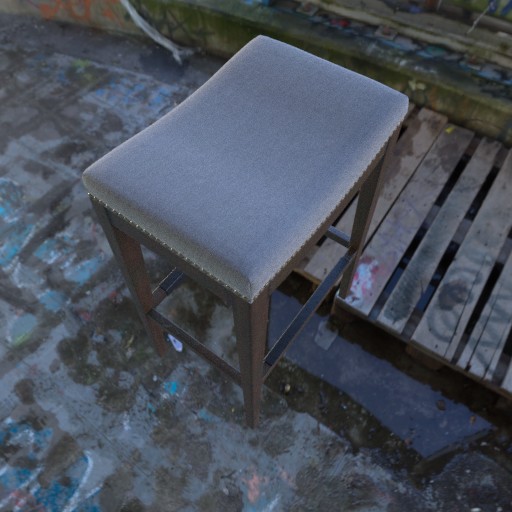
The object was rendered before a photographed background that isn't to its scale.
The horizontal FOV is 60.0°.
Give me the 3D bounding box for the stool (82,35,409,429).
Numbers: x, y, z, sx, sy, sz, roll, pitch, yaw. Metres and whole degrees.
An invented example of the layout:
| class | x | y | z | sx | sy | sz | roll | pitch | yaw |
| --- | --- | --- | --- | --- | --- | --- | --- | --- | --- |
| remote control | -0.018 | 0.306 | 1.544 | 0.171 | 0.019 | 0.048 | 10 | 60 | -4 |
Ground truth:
| class | x | y | z | sx | sy | sz | roll | pitch | yaw |
| --- | --- | --- | --- | --- | --- | --- | --- | --- | --- |
| stool | 0.000 | 0.000 | 1.032 | 0.356 | 0.762 | 0.508 | 32 | 63 | 19 |
